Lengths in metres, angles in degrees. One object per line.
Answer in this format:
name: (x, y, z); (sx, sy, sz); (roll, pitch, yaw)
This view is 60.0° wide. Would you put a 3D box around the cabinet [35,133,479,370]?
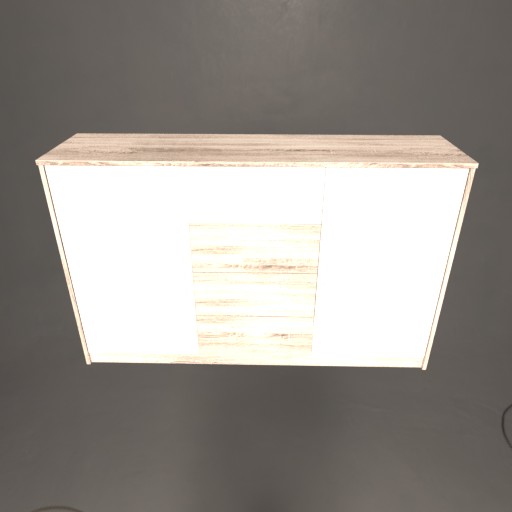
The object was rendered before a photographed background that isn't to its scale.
cabinet: (0.000, 0.000, 1.822); (1.450, 0.900, 0.380); (1, 29, 1)
